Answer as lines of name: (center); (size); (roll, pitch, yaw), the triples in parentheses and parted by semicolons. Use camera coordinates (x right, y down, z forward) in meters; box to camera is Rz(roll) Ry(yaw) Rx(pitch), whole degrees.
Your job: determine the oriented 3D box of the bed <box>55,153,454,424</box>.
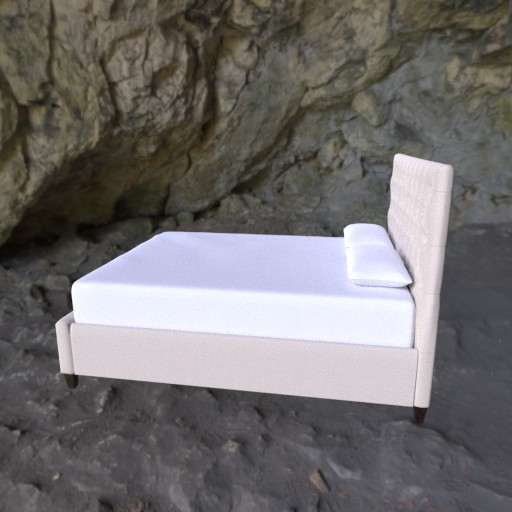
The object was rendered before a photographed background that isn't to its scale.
bed: (0.000, 0.000, 3.255); (2.233, 1.426, 1.696); (2, 15, 9)
